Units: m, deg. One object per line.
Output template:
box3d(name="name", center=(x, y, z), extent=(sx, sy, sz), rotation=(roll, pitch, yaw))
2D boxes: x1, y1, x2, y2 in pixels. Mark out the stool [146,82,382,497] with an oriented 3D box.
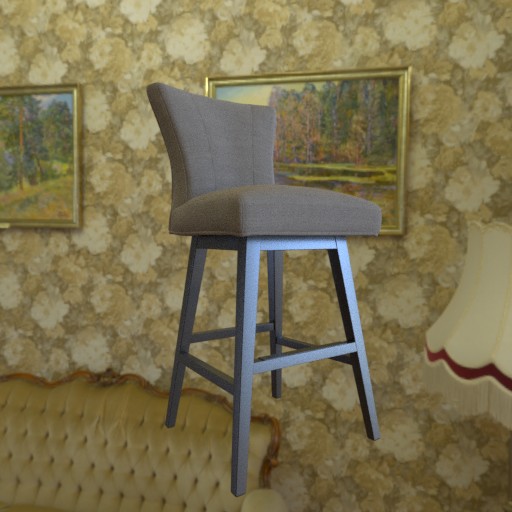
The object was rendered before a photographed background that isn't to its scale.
box3d(name="stool", center=(0.000, 0.000, 1.372), extent=(0.514, 1.086, 0.574), rotation=(-2, 3, -36))
